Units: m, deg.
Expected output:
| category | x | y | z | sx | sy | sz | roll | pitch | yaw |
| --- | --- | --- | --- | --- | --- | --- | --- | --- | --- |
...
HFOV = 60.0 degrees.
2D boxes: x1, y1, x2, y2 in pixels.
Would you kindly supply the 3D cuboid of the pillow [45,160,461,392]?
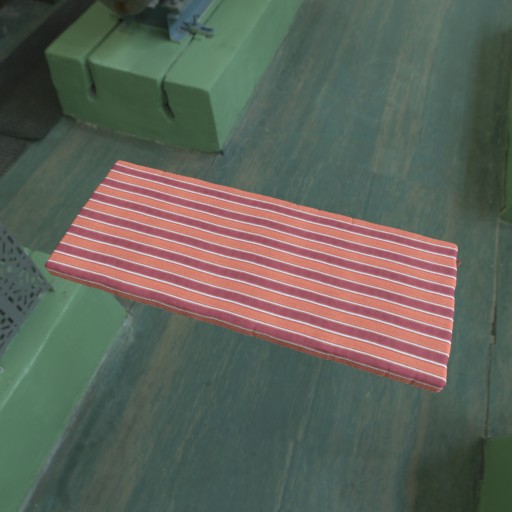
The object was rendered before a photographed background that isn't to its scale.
| category | x | y | z | sx | sy | sz | roll | pitch | yaw |
| --- | --- | --- | --- | --- | --- | --- | --- | --- | --- |
| pillow | 0.000 | 0.000 | 1.335 | 1.187 | 0.081 | 0.492 | 15 | 58 | 10 |
